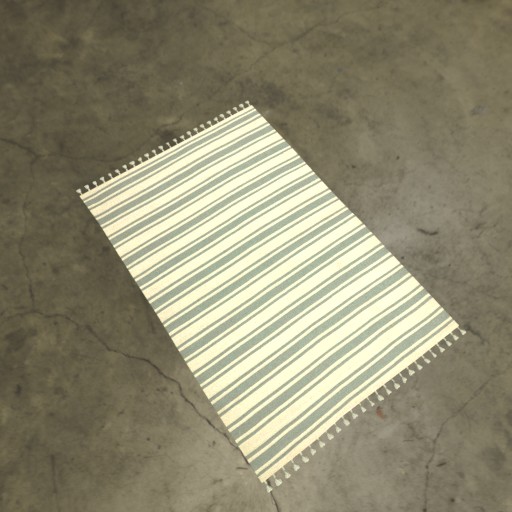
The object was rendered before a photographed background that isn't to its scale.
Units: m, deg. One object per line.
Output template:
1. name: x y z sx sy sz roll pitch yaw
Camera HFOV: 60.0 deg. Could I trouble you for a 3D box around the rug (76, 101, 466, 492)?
1. rug: 0.000 0.000 3.015 1.539 0.011 2.410 -32 68 -15
